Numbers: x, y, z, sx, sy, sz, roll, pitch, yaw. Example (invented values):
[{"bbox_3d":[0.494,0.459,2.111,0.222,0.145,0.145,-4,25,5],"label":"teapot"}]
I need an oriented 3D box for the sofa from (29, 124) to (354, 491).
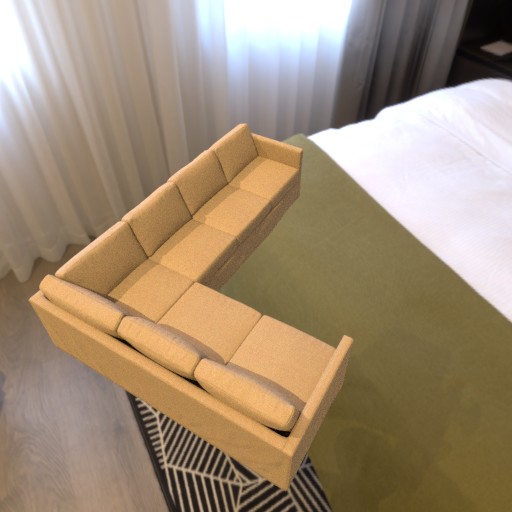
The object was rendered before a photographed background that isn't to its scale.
[{"bbox_3d":[0.000,0.000,4.278,2.432,0.871,3.182,23,50,21],"label":"sofa"}]
